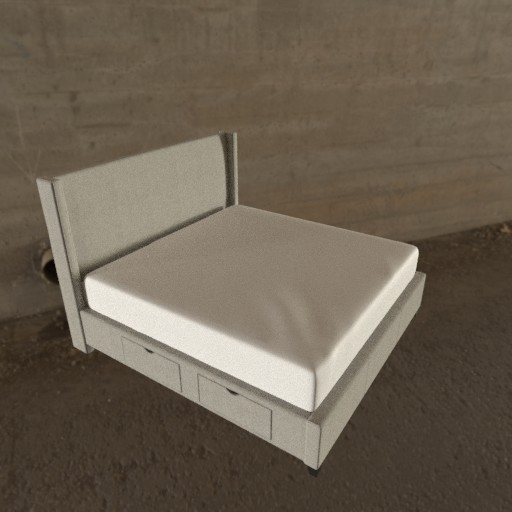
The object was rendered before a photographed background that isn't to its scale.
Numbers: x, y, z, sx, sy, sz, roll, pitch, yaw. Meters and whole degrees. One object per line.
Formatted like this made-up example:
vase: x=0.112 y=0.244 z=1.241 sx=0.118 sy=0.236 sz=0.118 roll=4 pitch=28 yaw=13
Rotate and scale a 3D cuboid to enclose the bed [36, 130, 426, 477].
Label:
bed: x=0.000 y=0.000 z=3.638 sx=2.280 sy=1.470 sz=2.140 roll=17 pitch=31 yaw=30
